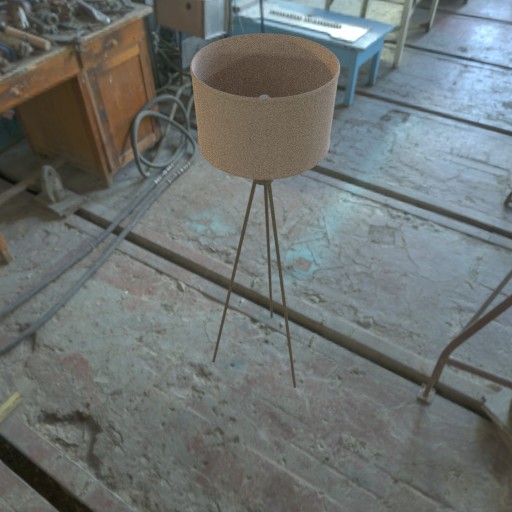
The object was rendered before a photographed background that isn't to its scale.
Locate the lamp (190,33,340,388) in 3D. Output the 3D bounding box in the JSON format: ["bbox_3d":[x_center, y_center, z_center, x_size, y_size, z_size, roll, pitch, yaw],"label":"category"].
[{"bbox_3d":[0.000,0.000,1.774,0.460,1.545,0.449,-10,48,-9],"label":"lamp"}]
